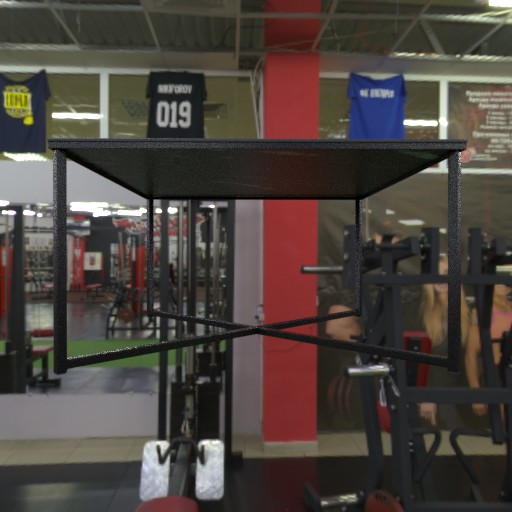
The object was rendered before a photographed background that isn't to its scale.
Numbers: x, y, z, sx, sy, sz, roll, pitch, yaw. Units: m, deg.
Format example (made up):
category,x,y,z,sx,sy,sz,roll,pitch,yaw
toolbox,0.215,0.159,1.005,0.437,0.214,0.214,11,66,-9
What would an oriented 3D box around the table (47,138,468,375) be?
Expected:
category,x,y,z,sx,sy,sz,roll,pitch,yaw
table,0.000,0.000,1.242,0.800,0.450,0.800,0,0,-1
